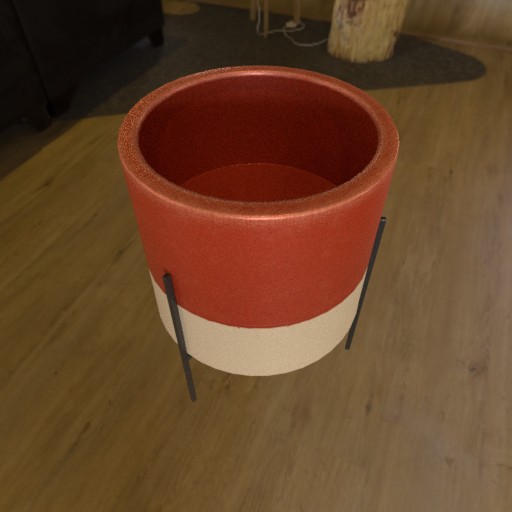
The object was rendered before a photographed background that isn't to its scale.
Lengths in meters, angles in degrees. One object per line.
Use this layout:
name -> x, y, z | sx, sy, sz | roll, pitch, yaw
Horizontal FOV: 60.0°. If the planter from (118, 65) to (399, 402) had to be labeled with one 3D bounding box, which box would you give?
planter -> 0.000, 0.000, 0.712 | 0.345, 0.465, 0.354 | 31, 54, 26
